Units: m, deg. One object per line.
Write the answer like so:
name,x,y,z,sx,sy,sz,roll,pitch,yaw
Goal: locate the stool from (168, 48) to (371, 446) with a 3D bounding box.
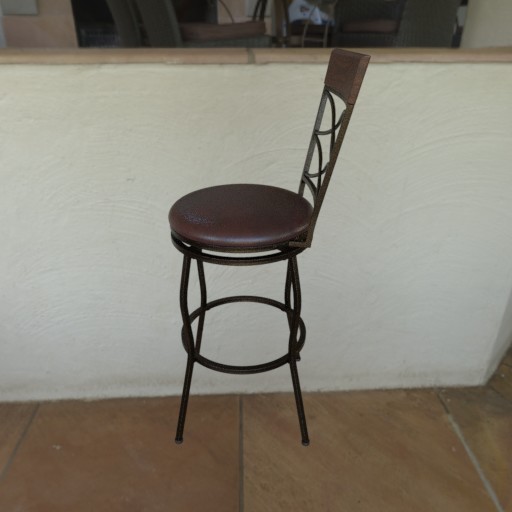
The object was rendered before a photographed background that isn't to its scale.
stool,0.000,0.000,1.346,0.513,1.130,0.448,1,27,1
